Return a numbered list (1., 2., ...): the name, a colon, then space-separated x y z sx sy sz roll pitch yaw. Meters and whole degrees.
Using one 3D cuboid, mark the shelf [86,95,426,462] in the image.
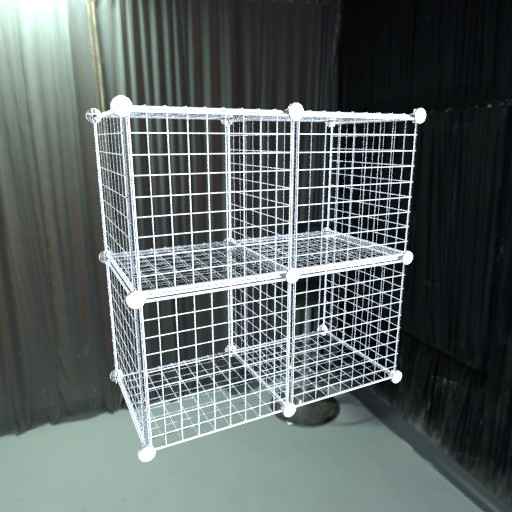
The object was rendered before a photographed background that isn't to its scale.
1. shelf: 0.000 0.000 1.122 0.711 0.711 0.356 -7 16 -26
